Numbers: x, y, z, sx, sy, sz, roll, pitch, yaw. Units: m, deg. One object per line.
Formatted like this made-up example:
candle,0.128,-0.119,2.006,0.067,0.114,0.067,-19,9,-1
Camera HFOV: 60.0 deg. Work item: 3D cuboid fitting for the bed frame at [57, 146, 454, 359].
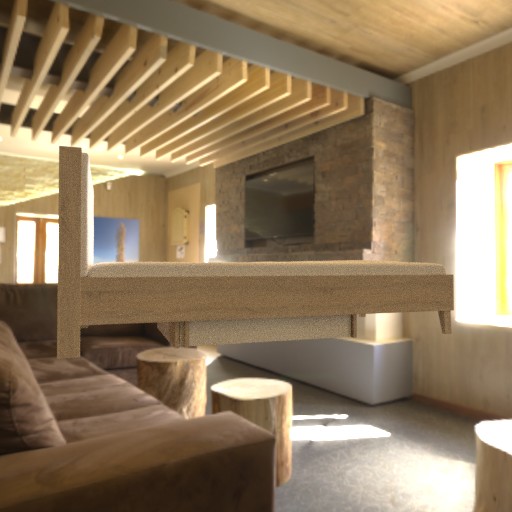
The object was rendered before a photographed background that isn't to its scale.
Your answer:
bed frame,0.000,0.000,2.724,2.140,0.920,0.990,0,-1,-19
